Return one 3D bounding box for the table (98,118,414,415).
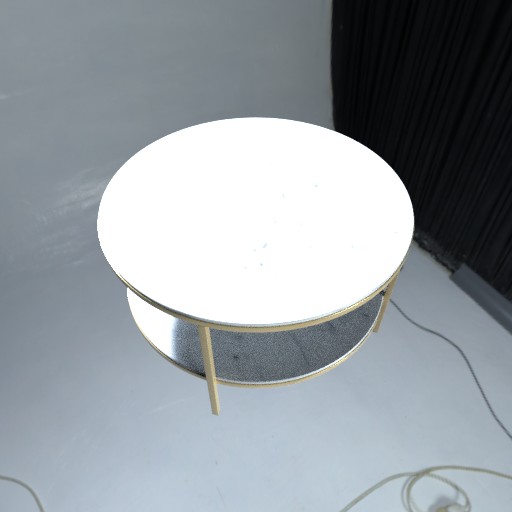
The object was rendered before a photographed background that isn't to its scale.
[{"bbox_3d":[0.000,0.000,1.311,0.800,0.450,0.800,0,47,0],"label":"table"}]
